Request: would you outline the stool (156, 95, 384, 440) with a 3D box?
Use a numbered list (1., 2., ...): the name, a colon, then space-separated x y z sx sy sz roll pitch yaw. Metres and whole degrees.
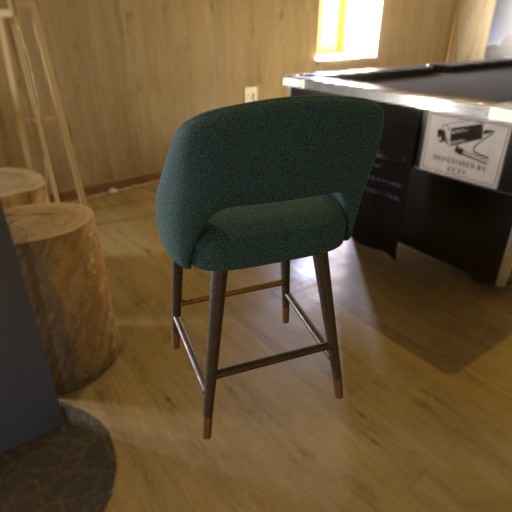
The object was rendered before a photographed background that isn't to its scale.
1. stool: 0.000 0.000 1.270 0.536 0.939 0.522 -10 30 -18
